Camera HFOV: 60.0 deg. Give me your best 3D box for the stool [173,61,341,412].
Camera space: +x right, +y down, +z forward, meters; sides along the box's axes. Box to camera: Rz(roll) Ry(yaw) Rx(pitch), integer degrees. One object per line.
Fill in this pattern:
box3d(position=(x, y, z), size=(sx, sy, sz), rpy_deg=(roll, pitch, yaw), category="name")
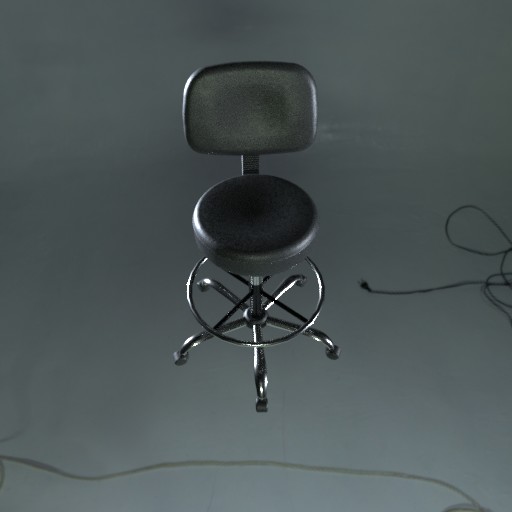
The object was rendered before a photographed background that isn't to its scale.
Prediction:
box3d(position=(0.000, 0.000, 1.506), size=(0.694, 1.069, 0.658), rpy_deg=(-3, 48, -3), category="stool")
